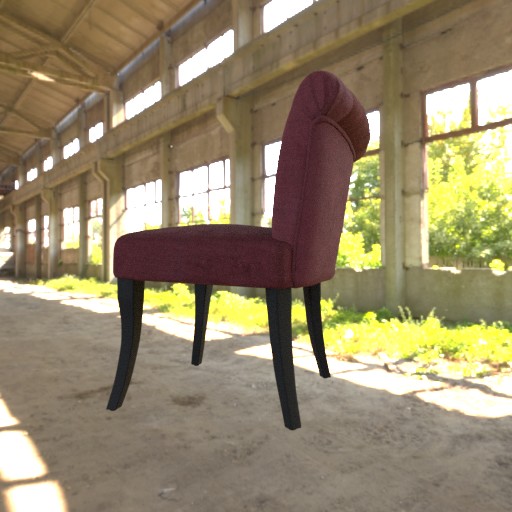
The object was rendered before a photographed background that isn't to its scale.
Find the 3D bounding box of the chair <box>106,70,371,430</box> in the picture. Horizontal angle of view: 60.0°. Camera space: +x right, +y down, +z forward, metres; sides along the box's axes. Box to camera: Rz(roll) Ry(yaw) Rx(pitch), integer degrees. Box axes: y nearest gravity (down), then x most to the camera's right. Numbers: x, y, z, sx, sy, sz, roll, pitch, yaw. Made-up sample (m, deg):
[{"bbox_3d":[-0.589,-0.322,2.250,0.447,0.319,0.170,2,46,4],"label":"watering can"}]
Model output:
[{"bbox_3d":[0.000,0.000,1.212,0.605,0.750,0.582,0,0,18],"label":"chair"}]
